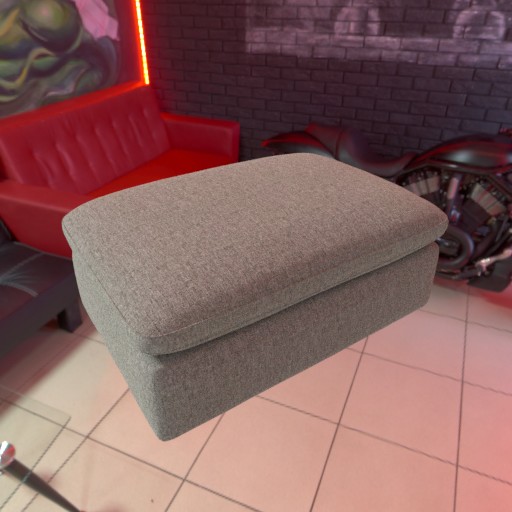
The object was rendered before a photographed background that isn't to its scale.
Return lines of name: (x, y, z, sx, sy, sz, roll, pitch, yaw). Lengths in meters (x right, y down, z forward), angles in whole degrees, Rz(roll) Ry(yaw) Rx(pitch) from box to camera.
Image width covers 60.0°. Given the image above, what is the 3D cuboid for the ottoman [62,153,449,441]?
ottoman: (0.000, 0.000, 1.370, 0.977, 0.451, 0.694, -19, 37, -28)
